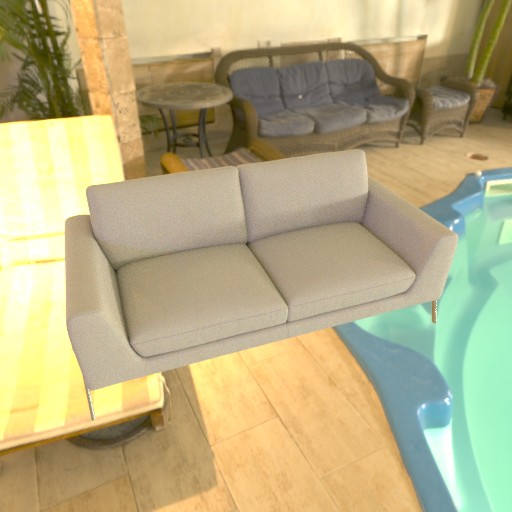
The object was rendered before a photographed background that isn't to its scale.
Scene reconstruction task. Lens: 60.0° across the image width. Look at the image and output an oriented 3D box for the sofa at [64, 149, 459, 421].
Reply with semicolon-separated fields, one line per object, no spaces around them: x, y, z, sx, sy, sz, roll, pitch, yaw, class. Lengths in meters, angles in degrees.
0.000;0.000;2.542;2.017;0.875;0.953;-11;34;-17;sofa
